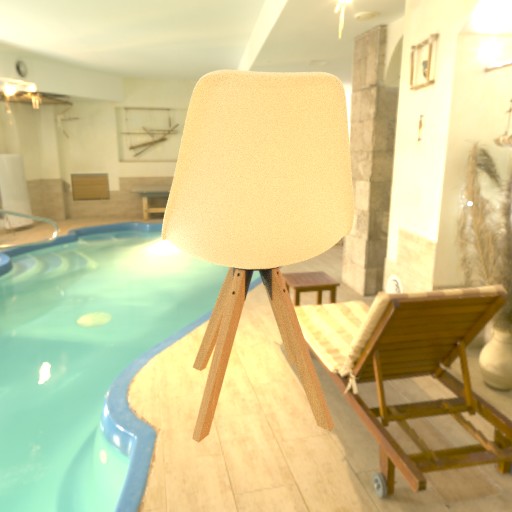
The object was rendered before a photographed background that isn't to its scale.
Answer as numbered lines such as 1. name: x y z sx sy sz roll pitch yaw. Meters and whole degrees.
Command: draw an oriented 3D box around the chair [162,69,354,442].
1. chair: 0.000 0.000 1.191 0.485 0.849 0.550 -2 14 -8
